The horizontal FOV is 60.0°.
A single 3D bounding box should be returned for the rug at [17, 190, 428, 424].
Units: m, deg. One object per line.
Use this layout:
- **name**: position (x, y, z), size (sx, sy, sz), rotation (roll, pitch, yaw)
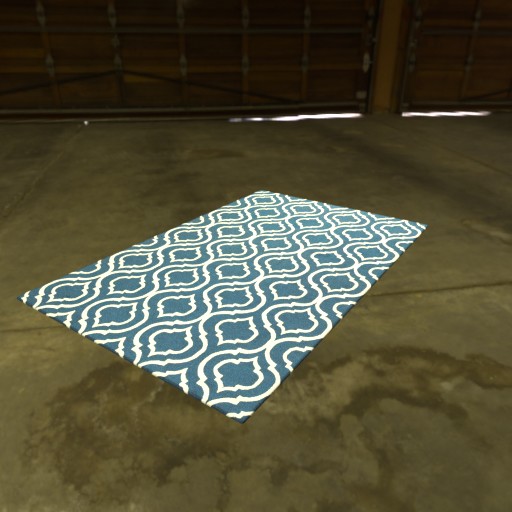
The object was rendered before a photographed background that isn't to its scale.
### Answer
- **rug**: position (0.000, 0.000, 2.142), size (1.143, 0.010, 1.753), rotation (17, 31, 31)
